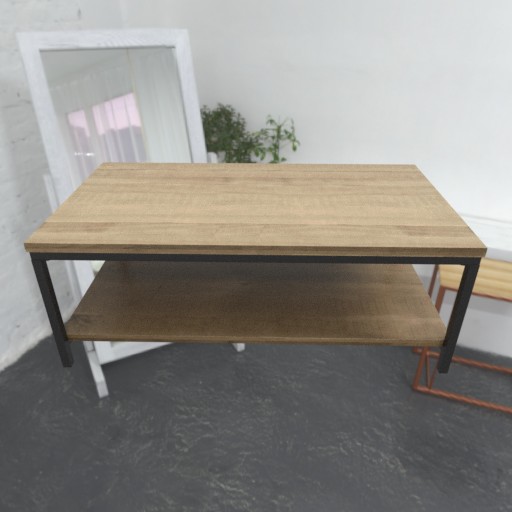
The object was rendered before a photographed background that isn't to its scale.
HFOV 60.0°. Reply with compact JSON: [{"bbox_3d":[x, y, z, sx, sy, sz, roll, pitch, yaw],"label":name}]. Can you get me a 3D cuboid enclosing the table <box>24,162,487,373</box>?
[{"bbox_3d":[0.000,0.000,1.359,1.062,0.393,0.574,1,30,1],"label":"table"}]
